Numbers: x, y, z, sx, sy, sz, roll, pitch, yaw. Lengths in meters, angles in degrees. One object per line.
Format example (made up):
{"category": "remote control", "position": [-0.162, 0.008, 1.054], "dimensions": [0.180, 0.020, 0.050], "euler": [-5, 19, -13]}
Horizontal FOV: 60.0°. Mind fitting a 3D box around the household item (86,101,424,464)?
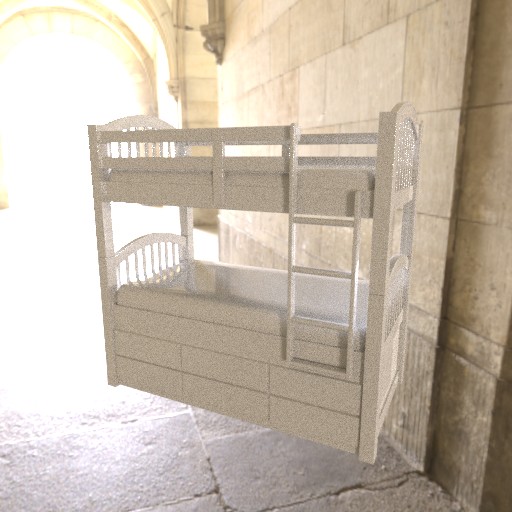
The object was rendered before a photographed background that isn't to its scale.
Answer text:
{"category": "household item", "position": [0.000, 0.000, 3.222], "dimensions": [2.032, 2.032, 1.143], "euler": [6, 14, 26]}
